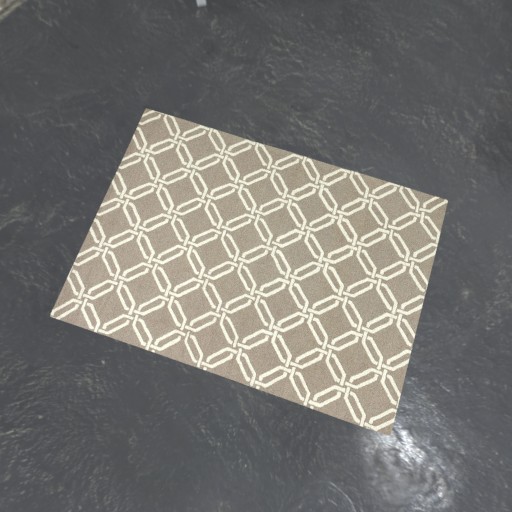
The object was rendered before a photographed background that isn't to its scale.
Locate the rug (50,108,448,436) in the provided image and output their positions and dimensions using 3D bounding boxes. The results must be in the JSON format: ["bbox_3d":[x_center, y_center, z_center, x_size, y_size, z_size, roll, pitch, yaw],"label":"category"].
[{"bbox_3d":[0.000,0.000,4.473,3.419,0.020,2.441,18,75,5],"label":"rug"}]
